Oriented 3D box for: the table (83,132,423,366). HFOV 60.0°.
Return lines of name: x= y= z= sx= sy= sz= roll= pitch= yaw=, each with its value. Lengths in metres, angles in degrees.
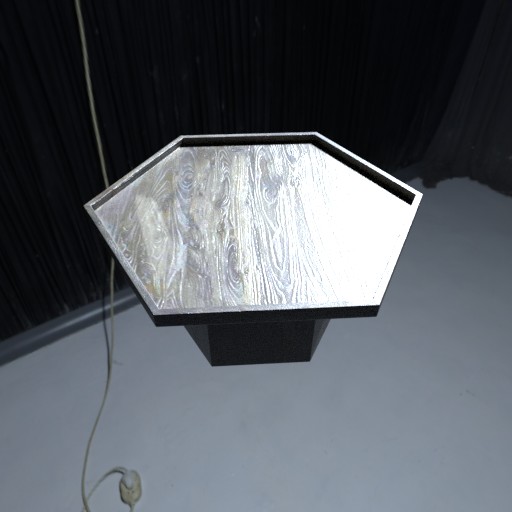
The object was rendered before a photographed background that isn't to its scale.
table: x=0.000 y=0.000 z=1.612 sx=0.966 sy=0.488 sz=1.115 roll=-23 pitch=46 yaw=-25
